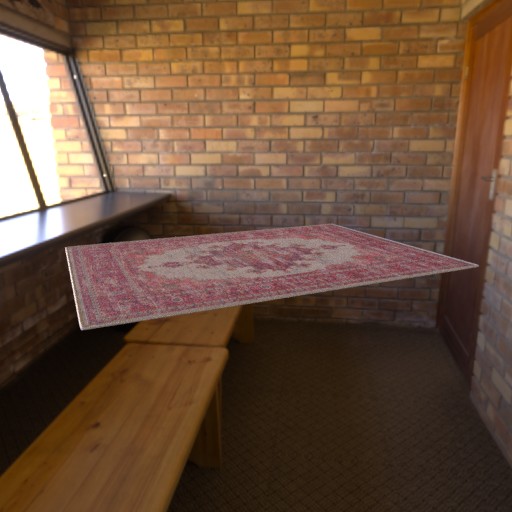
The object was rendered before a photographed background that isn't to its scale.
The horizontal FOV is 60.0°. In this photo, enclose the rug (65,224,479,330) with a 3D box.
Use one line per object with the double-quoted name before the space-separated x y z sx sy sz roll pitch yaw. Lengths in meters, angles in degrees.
"rug" 0.000 0.000 3.711 2.878 0.014 2.005 -6 16 -24
